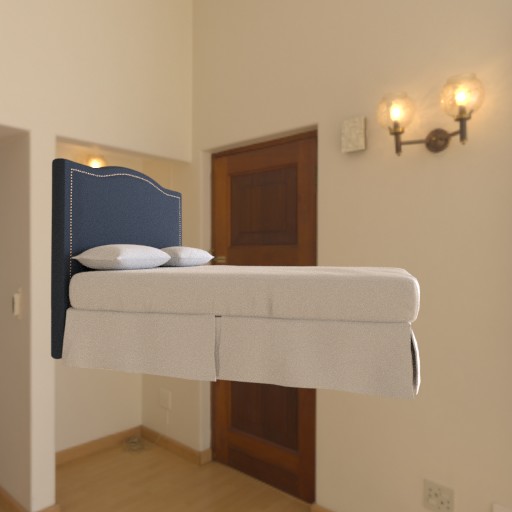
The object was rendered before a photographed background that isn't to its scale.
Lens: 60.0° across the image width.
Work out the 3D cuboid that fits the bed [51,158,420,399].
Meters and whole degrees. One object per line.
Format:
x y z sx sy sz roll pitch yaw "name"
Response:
0.000 0.000 3.370 2.282 1.436 1.821 0 0 17 "bed"
